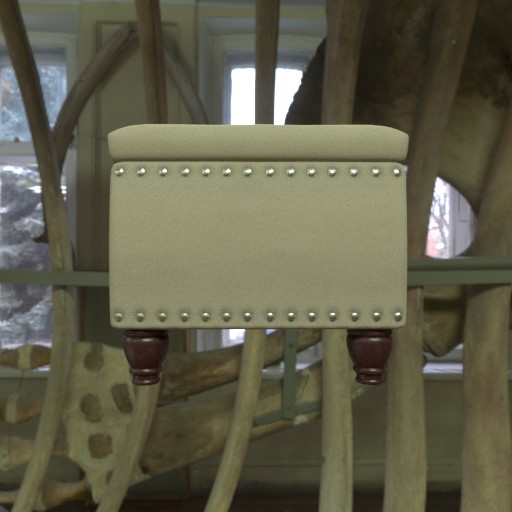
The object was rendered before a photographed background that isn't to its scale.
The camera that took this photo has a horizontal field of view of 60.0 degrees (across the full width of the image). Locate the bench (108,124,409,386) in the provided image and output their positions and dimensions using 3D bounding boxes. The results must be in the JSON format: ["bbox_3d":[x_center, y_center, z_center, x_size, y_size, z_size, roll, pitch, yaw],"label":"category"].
[{"bbox_3d":[0.000,0.000,1.166,0.500,0.449,0.887,0,-1,-1],"label":"bench"}]
